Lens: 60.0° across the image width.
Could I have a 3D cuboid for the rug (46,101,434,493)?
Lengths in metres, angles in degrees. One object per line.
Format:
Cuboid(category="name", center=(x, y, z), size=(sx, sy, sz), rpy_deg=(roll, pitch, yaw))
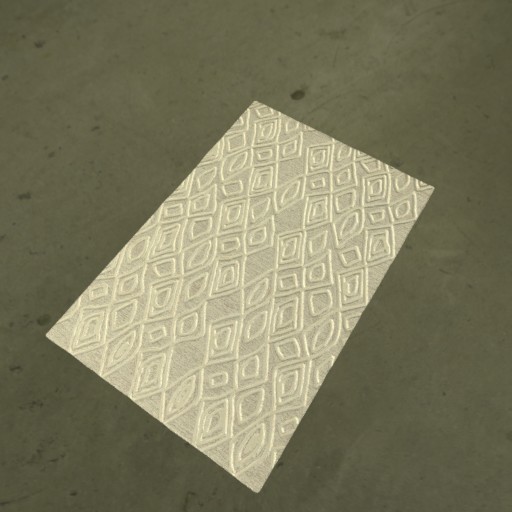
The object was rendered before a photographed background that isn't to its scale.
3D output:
Cuboid(category="rug", center=(0.000, 0.000, 2.315), size=(1.224, 0.016, 1.832), rpy_deg=(30, 67, 14))
